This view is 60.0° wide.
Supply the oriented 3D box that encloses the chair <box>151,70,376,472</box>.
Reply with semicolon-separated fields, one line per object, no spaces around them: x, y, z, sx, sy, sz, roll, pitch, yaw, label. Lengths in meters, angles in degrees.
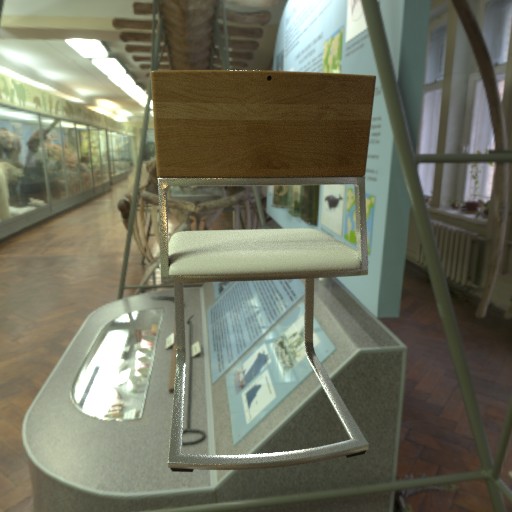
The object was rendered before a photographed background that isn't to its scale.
0.000;0.000;1.163;0.467;0.844;0.585;-2;13;-7;chair
